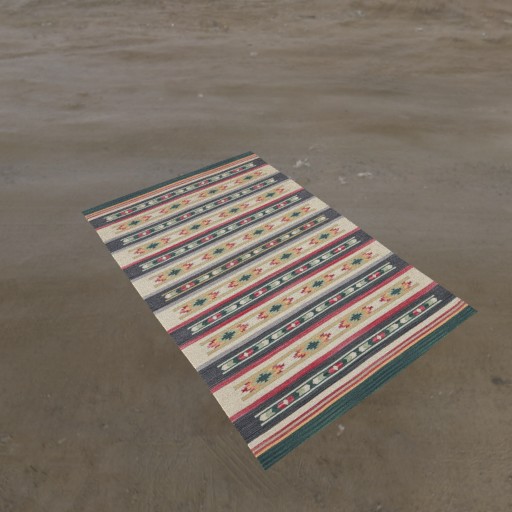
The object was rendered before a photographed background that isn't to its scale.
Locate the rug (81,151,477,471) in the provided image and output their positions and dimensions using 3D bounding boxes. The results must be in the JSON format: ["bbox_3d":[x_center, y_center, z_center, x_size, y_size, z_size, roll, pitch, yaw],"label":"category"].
[{"bbox_3d":[0.000,0.000,2.322,1.221,0.009,1.825,-26,49,-25],"label":"rug"}]
